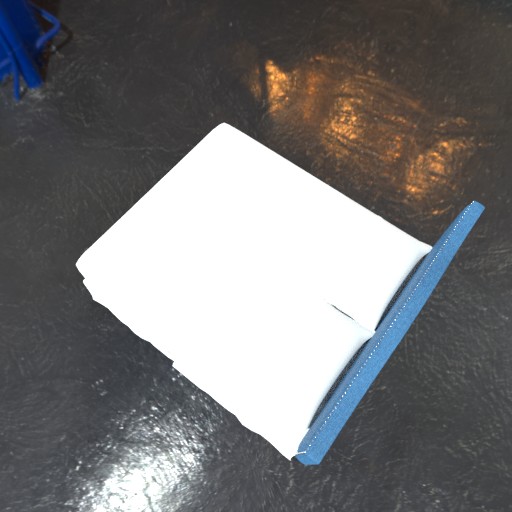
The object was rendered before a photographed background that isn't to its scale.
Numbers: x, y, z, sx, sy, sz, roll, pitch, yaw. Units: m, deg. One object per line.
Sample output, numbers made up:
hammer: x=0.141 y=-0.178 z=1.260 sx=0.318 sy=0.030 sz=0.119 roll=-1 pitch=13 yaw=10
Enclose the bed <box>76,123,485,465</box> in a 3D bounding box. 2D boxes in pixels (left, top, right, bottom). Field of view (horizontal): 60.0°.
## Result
bed: x=0.000 y=0.000 z=2.796 sx=1.872 sy=1.169 sz=1.610 roll=35 pitch=69 yaw=15
